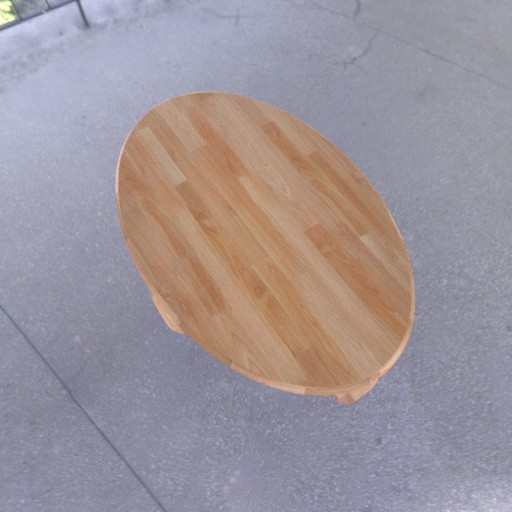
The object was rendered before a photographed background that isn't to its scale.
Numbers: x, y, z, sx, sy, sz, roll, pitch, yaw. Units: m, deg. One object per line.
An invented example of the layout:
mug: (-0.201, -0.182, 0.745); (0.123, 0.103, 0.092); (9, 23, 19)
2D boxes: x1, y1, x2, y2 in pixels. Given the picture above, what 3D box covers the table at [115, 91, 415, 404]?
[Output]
table: (0.000, 0.000, 1.412); (0.690, 0.490, 1.040); (-31, 68, -14)
